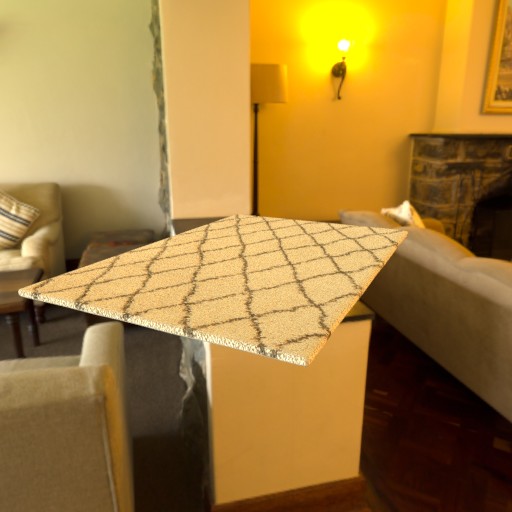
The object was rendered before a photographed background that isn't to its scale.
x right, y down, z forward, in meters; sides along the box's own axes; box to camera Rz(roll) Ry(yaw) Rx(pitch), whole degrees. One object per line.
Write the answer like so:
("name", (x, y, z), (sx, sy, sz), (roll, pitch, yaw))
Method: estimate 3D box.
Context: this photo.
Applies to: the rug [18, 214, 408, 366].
("rug", (0.000, 0.000, 2.247), (1.219, 0.030, 1.778), (8, 18, 26))
